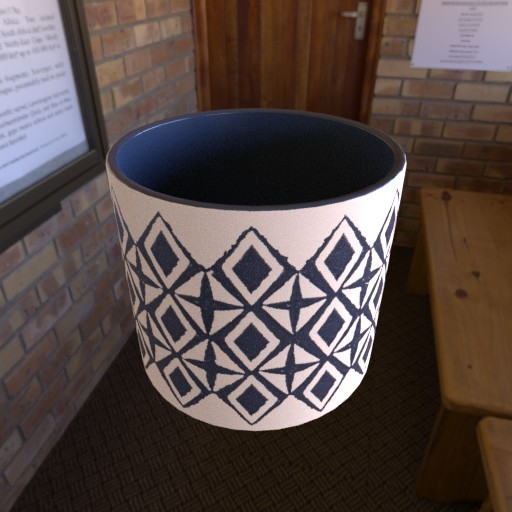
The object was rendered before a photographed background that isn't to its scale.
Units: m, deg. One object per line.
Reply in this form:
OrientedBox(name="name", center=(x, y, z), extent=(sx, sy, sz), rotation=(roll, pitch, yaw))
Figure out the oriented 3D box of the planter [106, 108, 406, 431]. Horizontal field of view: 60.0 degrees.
OrientedBox(name="planter", center=(0.000, 0.000, 0.320), extent=(0.182, 0.165, 0.182), rotation=(0, 32, 0))
